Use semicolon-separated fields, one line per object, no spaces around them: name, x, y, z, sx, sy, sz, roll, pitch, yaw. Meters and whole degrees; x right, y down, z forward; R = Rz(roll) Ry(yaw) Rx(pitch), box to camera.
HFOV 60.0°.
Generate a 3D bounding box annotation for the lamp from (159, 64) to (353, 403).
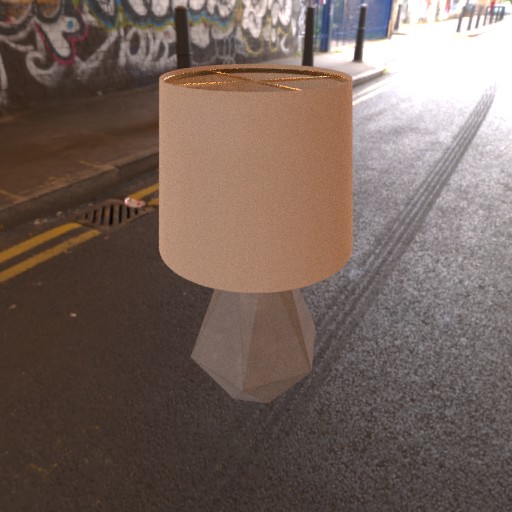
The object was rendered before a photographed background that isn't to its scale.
lamp;0.000;0.000;0.658;0.276;0.501;0.276;0;30;0
